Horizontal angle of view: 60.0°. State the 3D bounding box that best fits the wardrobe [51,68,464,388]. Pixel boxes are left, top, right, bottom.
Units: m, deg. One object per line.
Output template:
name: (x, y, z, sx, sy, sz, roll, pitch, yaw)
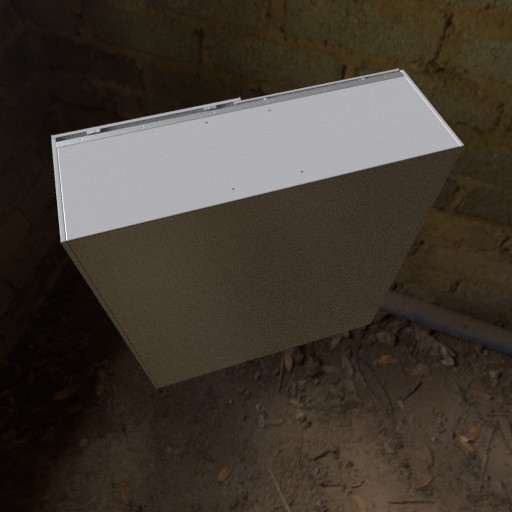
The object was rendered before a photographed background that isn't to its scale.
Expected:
wardrobe: (0.000, 0.000, 2.842, 1.780, 1.960, 0.629, -15, 58, -9)
